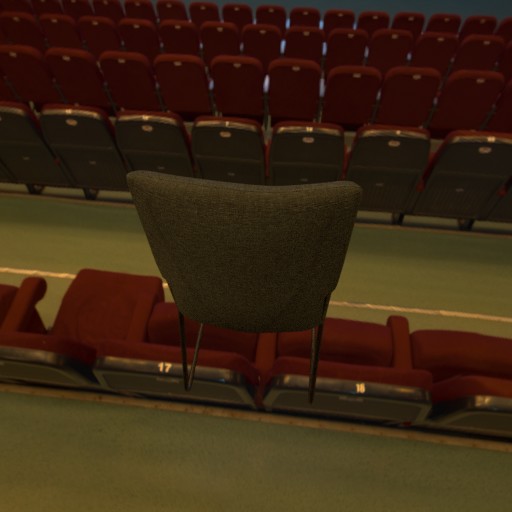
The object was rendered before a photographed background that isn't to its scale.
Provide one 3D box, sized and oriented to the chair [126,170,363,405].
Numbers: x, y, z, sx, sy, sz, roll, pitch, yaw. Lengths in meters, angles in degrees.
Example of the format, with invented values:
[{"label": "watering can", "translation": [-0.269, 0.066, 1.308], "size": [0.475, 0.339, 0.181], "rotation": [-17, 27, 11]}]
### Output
[{"label": "chair", "translation": [0.000, 0.000, 1.319], "size": [0.480, 0.931, 0.635], "rotation": [5, 46, 4]}]
